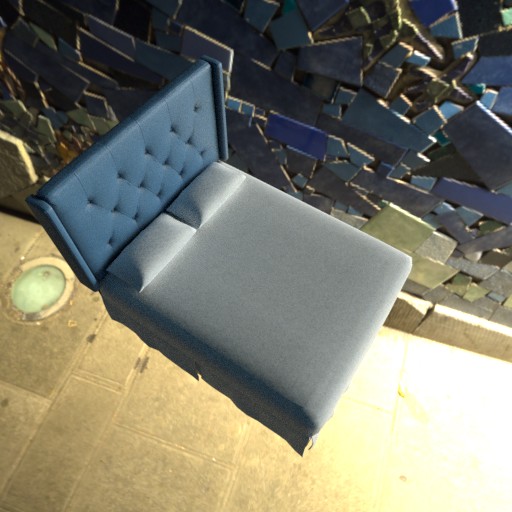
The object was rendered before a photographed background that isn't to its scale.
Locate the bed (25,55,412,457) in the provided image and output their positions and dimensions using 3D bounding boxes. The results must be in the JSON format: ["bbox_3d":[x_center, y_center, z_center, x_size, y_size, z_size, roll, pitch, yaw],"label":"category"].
[{"bbox_3d":[0.000,0.000,3.306,2.078,1.665,1.719,29,62,18],"label":"bed"}]
